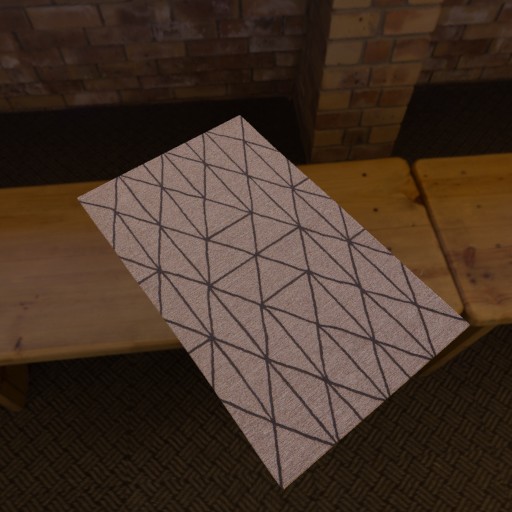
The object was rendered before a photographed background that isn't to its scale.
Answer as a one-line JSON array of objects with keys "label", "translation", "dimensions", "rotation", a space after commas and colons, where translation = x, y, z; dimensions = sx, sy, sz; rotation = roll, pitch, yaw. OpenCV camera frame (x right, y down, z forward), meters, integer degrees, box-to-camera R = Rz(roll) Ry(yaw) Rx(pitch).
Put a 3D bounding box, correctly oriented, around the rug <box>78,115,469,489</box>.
[{"label": "rug", "translation": [0.000, 0.000, 3.080], "dimensions": [1.526, 0.008, 2.465], "rotation": [-33, 63, -19]}]
